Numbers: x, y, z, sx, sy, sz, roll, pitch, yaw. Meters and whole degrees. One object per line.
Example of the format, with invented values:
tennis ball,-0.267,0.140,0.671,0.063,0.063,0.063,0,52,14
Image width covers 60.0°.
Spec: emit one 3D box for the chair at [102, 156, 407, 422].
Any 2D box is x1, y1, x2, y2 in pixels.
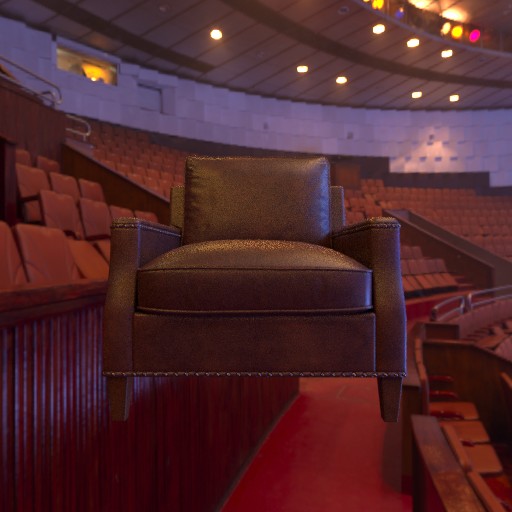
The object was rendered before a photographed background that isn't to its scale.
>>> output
chair,0.000,0.000,1.698,0.853,0.929,1.014,0,0,1
